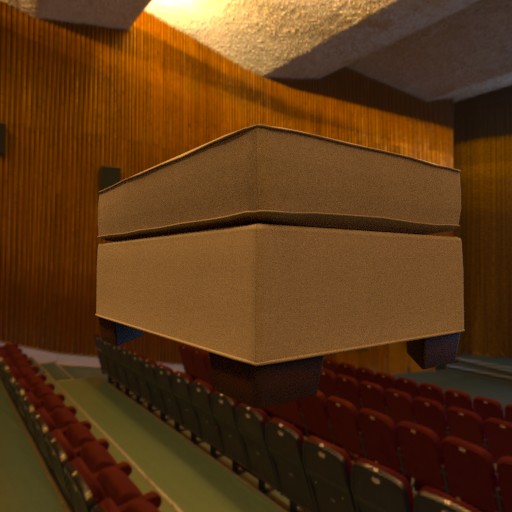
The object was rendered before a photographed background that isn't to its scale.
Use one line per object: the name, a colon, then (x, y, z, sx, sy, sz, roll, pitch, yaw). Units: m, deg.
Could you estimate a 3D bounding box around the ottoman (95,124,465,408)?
ottoman: (0.000, 0.000, 1.199, 0.617, 0.503, 0.846, 1, -1, -36)
